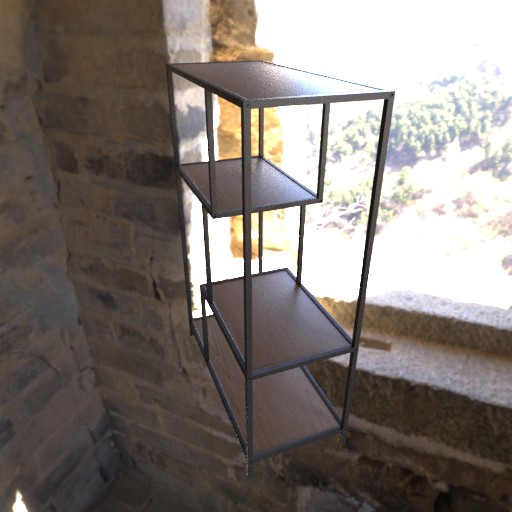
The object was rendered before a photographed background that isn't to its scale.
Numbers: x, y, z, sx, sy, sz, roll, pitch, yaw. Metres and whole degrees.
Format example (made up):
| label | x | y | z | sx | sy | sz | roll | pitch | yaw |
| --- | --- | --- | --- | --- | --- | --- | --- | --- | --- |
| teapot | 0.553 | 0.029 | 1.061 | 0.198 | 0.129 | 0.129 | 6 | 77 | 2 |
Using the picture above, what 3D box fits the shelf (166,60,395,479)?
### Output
| label | x | y | z | sx | sy | sz | roll | pitch | yaw |
| --- | --- | --- | --- | --- | --- | --- | --- | --- | --- |
| shelf | 0.000 | 0.000 | 1.492 | 0.350 | 1.138 | 0.770 | -11 | 30 | -18 |
